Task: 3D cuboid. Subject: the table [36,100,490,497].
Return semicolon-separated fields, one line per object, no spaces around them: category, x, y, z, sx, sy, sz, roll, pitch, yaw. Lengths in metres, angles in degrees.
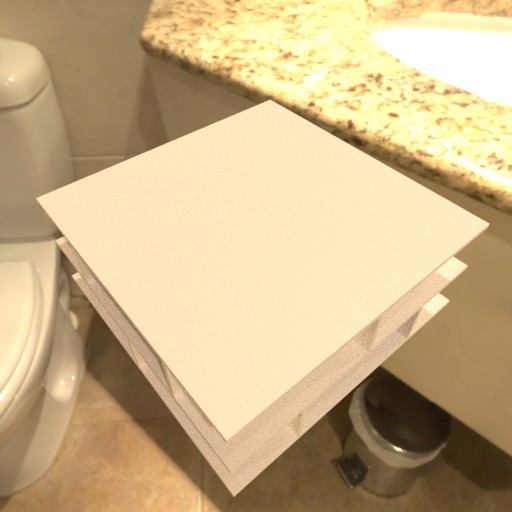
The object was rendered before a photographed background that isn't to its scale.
table;0.000;0.000;1.069;0.700;0.289;0.700;-32;54;-26
